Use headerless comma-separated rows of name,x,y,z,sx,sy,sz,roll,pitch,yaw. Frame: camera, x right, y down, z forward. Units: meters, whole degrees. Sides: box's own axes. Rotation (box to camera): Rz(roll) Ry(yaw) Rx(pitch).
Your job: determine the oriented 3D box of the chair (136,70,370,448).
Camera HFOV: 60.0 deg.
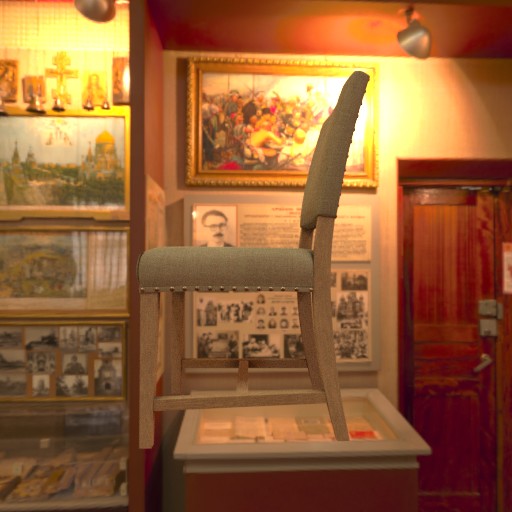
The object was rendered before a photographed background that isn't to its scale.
chair,0.000,0.000,1.384,0.622,0.986,0.508,0,-1,-1
